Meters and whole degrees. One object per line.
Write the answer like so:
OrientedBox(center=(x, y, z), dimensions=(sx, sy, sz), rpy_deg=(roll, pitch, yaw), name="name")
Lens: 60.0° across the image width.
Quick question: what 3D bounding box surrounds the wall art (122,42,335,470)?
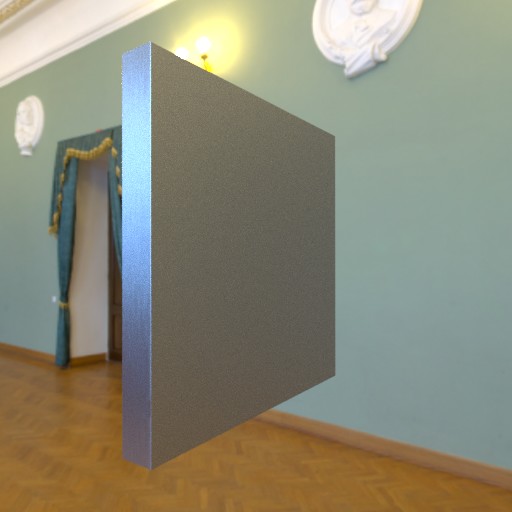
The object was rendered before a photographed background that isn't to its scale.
OrientedBox(center=(0.000, 0.000, 0.515), dimensions=(0.038, 0.350, 0.350), rpy_deg=(0, 0, 35), name="wall art")
